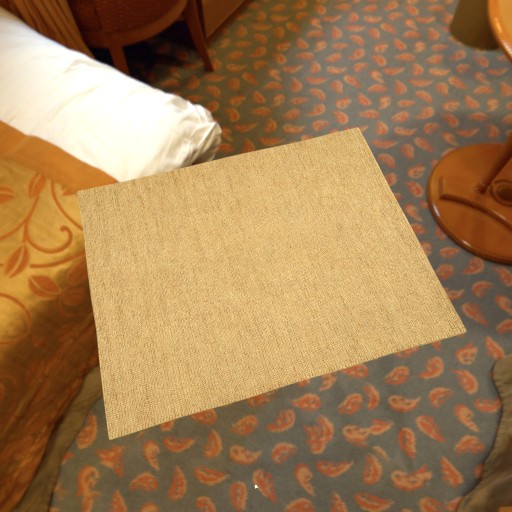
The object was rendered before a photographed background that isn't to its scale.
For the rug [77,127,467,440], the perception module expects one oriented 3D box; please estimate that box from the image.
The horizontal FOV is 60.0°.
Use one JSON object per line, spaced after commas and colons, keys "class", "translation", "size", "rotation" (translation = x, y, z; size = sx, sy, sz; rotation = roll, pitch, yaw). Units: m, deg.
{"class": "rug", "translation": [0.000, 0.000, 4.104], "size": [3.034, 0.012, 2.406], "rotation": [-15, 63, -7]}
